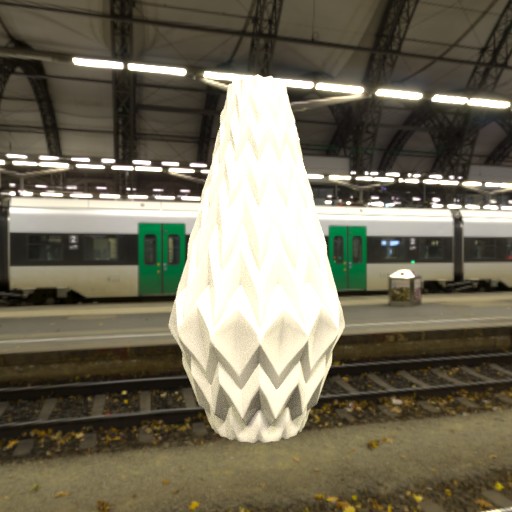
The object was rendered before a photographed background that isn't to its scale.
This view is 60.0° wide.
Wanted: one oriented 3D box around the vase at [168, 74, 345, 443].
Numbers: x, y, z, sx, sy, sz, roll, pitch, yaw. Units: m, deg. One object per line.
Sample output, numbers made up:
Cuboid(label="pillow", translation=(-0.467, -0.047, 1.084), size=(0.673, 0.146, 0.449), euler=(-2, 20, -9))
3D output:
Cuboid(label="vase", translation=(0.000, 0.000, 0.427), size=(0.167, 0.328, 0.167), euler=(0, 0, 0))
